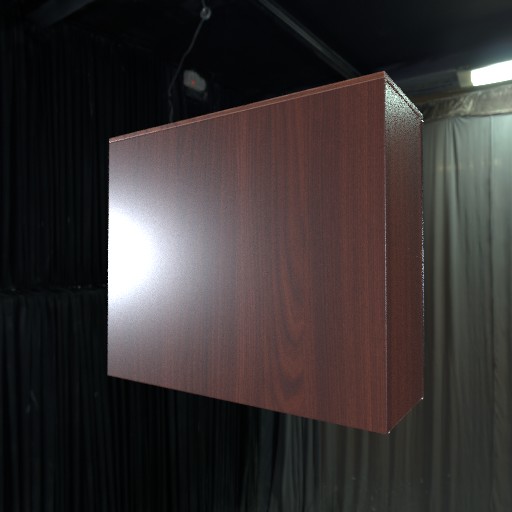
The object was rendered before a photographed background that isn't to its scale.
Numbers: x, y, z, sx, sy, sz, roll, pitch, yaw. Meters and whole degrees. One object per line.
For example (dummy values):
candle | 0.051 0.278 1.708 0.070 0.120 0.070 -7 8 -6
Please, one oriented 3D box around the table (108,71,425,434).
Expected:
table | 0.000 0.000 1.375 0.930 0.790 0.380 -1 -2 34
